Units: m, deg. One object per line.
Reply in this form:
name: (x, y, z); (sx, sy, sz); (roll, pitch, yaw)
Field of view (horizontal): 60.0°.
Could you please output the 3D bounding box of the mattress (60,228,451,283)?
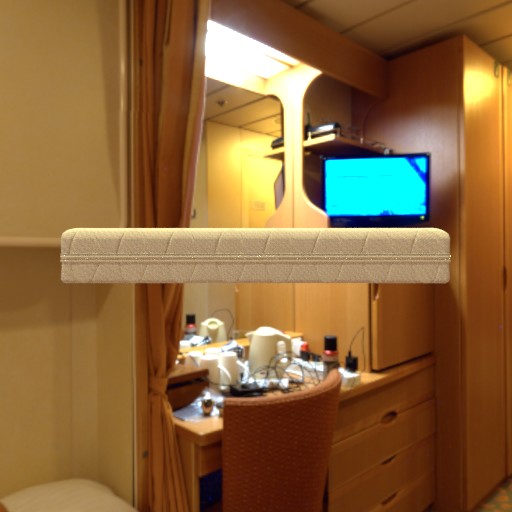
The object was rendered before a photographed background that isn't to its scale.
mattress: (0.000, 0.000, 2.571); (1.400, 0.200, 2.000); (0, 0, 0)
